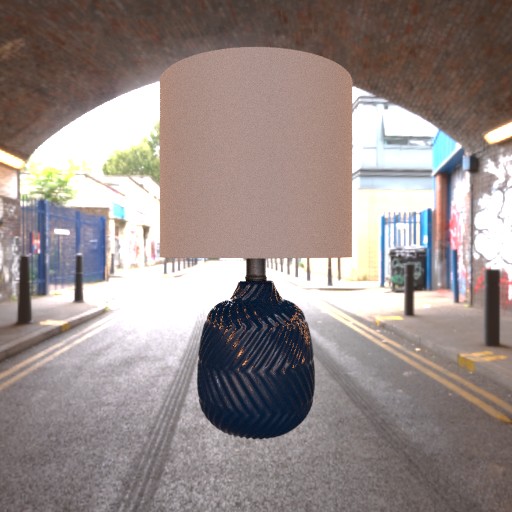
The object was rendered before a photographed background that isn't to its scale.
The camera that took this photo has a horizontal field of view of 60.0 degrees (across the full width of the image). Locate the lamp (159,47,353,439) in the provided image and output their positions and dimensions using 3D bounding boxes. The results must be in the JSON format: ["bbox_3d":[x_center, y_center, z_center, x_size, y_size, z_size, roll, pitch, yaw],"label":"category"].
[{"bbox_3d":[0.000,0.000,0.478,0.203,0.368,0.203,0,1,36],"label":"lamp"}]
